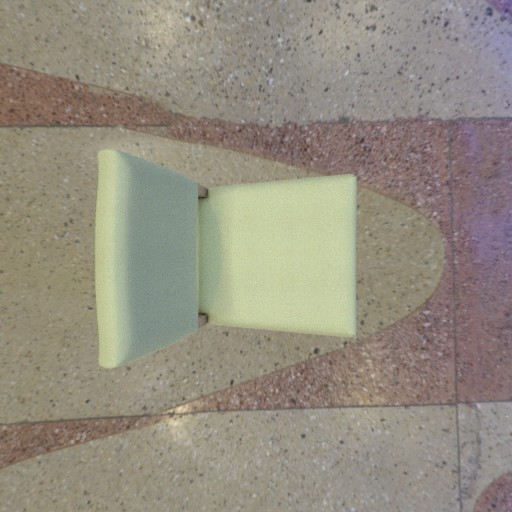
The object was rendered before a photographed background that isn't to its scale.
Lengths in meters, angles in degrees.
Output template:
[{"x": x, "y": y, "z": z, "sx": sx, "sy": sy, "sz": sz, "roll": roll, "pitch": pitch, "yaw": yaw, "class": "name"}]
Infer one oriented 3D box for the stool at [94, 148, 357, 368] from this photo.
[{"x": 0.000, "y": 0.000, "z": 1.352, "sx": 0.623, "sy": 0.986, "sz": 0.508, "roll": 0, "pitch": 91, "yaw": 2, "class": "stool"}]
